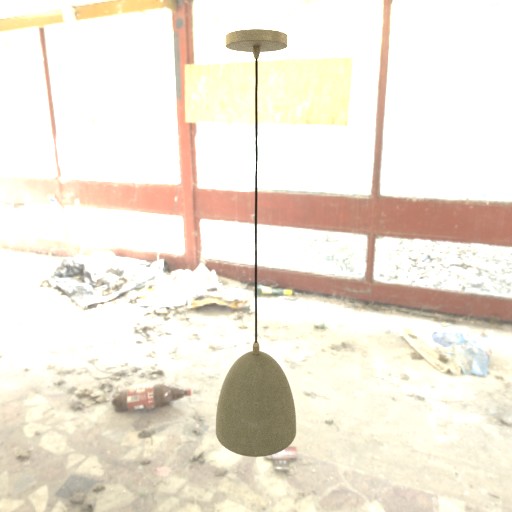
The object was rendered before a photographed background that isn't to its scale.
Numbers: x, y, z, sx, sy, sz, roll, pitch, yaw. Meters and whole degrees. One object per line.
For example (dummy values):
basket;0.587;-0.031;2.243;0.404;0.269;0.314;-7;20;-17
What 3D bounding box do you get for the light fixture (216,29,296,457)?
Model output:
light fixture;0.000;0.000;0.838;0.170;0.759;0.170;15;21;43
